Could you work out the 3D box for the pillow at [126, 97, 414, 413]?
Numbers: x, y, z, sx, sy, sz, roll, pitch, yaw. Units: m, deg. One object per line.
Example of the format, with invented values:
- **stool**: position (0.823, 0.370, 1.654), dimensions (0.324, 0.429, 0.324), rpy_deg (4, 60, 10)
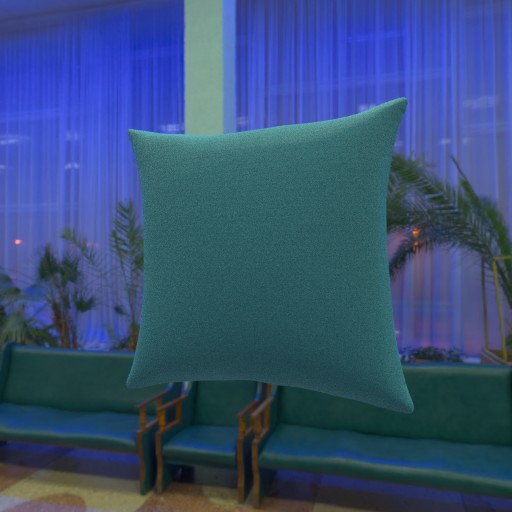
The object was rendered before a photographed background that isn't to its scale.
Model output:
- **pillow**: position (0.000, 0.000, 0.769), dimensions (0.514, 0.497, 0.150), rpy_deg (0, -1, 17)
